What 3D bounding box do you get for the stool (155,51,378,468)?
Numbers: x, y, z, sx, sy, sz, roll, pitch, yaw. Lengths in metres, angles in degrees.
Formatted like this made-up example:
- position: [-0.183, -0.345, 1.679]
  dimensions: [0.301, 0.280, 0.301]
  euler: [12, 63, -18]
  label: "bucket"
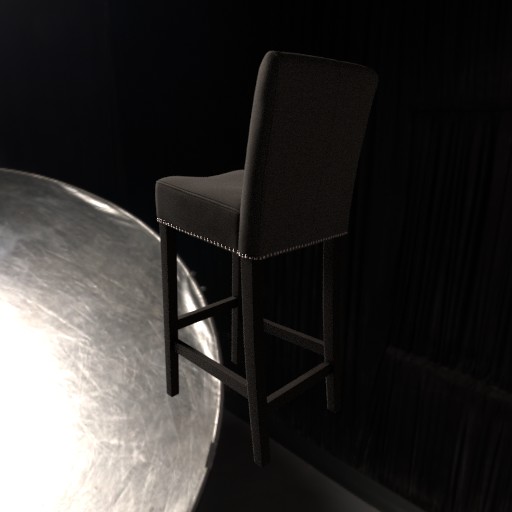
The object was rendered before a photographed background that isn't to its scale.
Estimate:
- position: [0.000, 0.000, 1.334]
  dimensions: [0.548, 1.047, 0.411]
  euler: [15, 22, 42]
  label: "stool"
